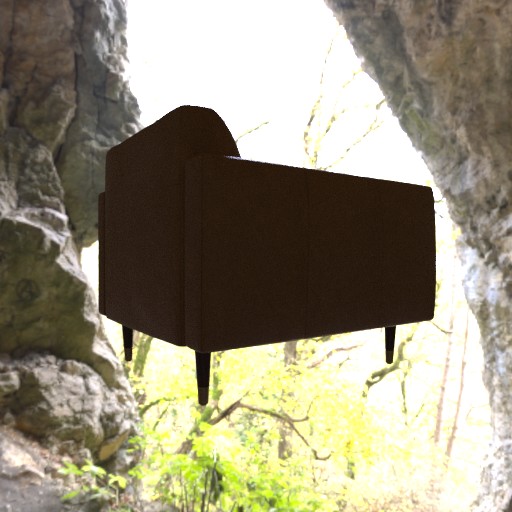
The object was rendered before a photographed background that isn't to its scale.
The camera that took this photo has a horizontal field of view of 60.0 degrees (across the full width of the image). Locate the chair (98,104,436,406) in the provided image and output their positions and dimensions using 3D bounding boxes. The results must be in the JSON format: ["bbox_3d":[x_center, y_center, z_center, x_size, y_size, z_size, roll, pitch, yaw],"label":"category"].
[{"bbox_3d":[0.000,0.000,1.701,0.998,0.819,0.953,0,0,-35],"label":"chair"}]
